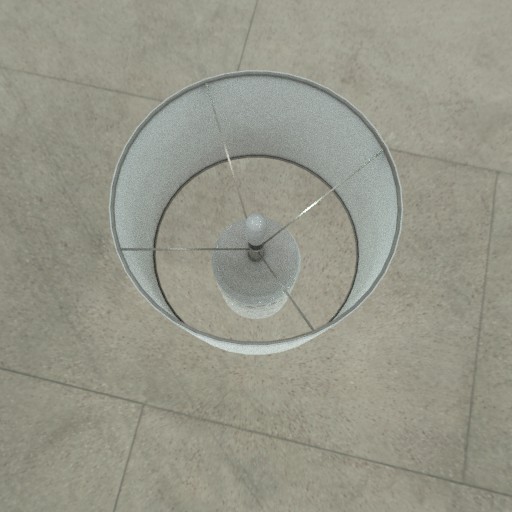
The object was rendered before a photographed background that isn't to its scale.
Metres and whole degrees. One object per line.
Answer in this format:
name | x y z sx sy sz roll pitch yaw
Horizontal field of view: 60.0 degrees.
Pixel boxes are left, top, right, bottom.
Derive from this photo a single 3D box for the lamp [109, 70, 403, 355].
lamp | 0.000 0.000 0.705 0.310 0.502 0.310 0 76 0
